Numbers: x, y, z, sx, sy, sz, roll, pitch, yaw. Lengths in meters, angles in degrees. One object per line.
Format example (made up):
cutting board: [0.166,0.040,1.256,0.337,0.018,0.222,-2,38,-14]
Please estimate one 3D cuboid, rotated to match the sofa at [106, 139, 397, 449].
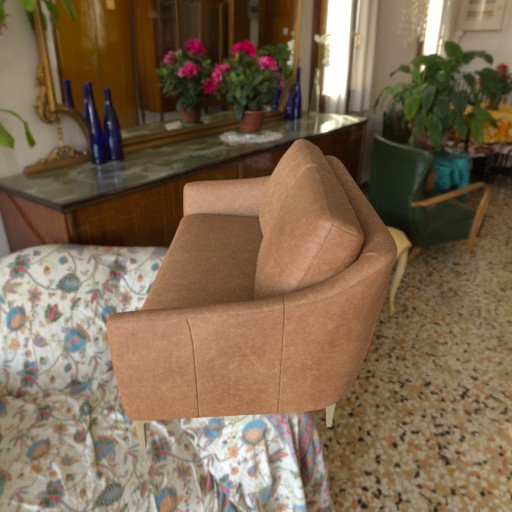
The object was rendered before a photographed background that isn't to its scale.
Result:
sofa: [0.000,0.000,2.165,0.960,0.902,1.619,0,25,1]
